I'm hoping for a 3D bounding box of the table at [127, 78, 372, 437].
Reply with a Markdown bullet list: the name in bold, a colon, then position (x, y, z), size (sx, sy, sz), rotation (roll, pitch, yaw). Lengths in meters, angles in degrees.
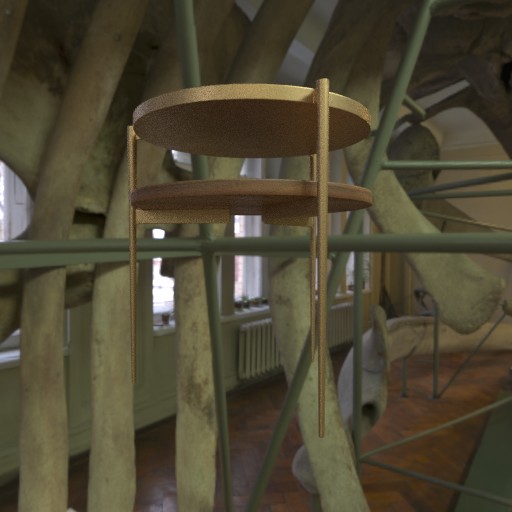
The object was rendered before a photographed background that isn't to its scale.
- **table**: position (0.000, 0.000, 0.831), size (0.430, 0.493, 0.456), rotation (1, 2, 36)
